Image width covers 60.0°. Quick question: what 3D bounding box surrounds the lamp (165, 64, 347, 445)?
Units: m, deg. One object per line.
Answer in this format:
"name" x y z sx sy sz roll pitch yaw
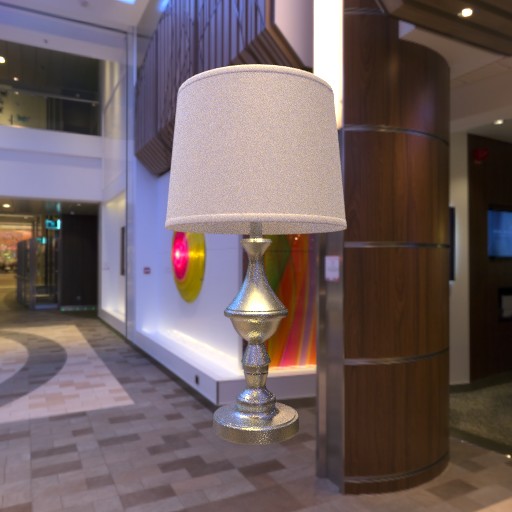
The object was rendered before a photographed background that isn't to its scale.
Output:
"lamp" 0.000 0.000 0.953 0.383 0.733 0.383 0 -1 0
